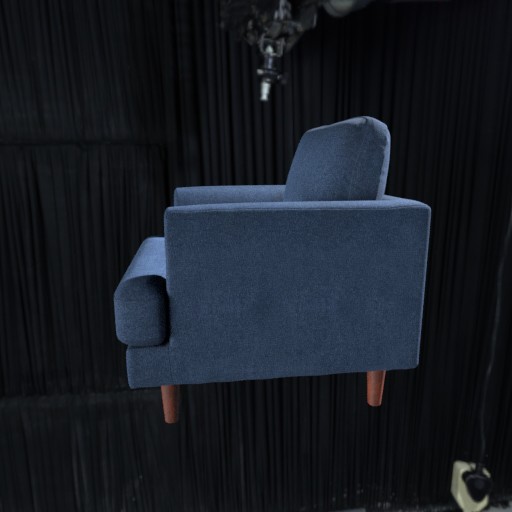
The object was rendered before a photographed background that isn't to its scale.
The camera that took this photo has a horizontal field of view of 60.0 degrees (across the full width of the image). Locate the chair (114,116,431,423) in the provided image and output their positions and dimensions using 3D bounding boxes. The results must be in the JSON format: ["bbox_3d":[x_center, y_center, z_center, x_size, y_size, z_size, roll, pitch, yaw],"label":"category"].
[{"bbox_3d":[0.000,0.000,1.632,0.899,0.957,0.858,-2,13,-8],"label":"chair"}]
